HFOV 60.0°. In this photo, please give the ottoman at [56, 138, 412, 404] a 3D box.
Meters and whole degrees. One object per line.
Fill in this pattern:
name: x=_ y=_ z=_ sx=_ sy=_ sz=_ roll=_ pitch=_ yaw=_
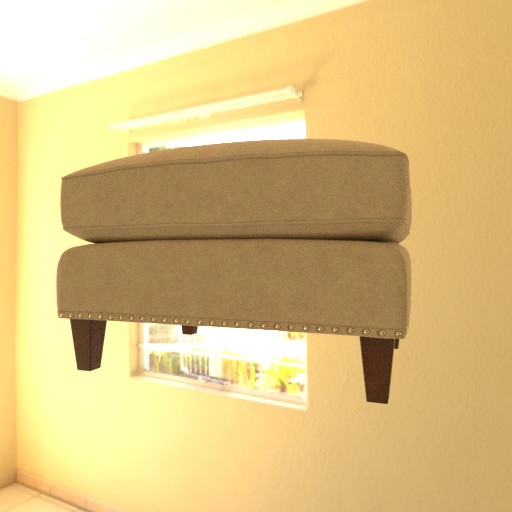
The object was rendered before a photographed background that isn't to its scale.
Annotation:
ottoman: x=0.000 y=0.000 z=1.123 sx=0.741 sy=0.513 sz=0.584 roll=0 pitch=0 yaw=20
